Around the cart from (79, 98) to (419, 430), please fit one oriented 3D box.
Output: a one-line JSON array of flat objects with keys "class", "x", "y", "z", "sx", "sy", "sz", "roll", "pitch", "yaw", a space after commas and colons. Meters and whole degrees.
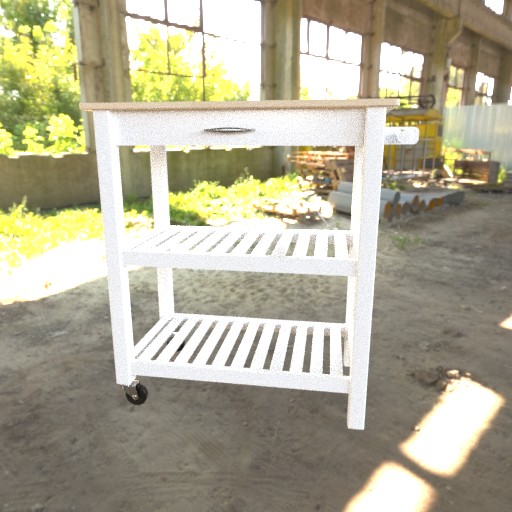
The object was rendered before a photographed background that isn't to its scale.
[{"class": "cart", "x": 0.000, "y": 0.000, "z": 1.454, "sx": 0.899, "sy": 0.927, "sz": 0.457, "roll": 2, "pitch": 15, "yaw": 9}]
